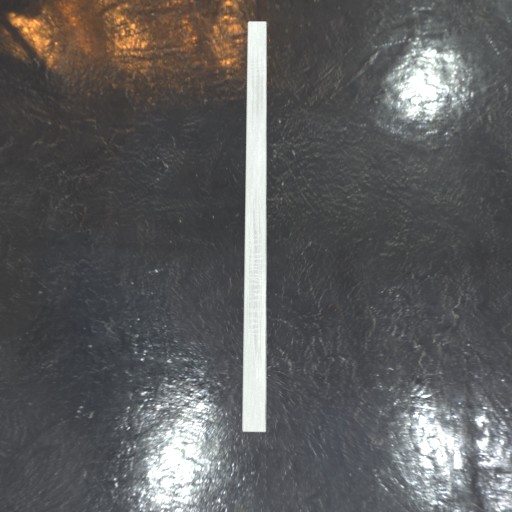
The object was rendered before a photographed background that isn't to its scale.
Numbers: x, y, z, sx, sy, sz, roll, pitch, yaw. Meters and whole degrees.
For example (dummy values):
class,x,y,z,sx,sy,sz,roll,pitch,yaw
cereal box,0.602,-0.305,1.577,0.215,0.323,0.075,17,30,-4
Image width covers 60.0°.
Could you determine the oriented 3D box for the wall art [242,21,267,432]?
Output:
class,x,y,z,sx,sy,sz,roll,pitch,yaw
wall art,0.000,0.000,0.457,0.015,0.303,0.303,0,75,0
